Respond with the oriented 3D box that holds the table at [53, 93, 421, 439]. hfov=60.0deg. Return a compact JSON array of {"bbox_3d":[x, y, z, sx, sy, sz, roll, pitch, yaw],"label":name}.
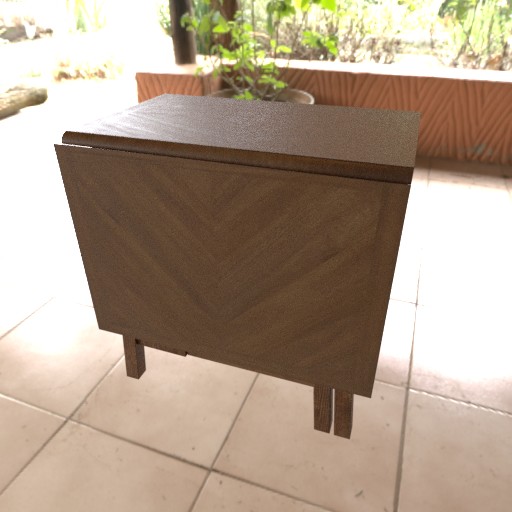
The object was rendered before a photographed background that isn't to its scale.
[{"bbox_3d":[0.000,0.000,1.632,0.967,0.981,0.701,10,32,17],"label":"table"}]
